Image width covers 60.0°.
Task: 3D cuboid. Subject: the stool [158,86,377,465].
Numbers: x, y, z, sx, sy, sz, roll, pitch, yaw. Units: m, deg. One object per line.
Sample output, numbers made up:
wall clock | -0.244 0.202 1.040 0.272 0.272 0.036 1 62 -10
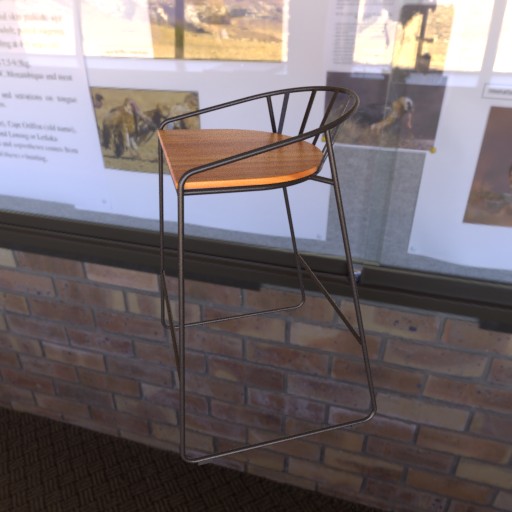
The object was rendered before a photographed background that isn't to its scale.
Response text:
stool | 0.000 0.000 1.164 0.521 0.812 0.546 -8 30 -13
